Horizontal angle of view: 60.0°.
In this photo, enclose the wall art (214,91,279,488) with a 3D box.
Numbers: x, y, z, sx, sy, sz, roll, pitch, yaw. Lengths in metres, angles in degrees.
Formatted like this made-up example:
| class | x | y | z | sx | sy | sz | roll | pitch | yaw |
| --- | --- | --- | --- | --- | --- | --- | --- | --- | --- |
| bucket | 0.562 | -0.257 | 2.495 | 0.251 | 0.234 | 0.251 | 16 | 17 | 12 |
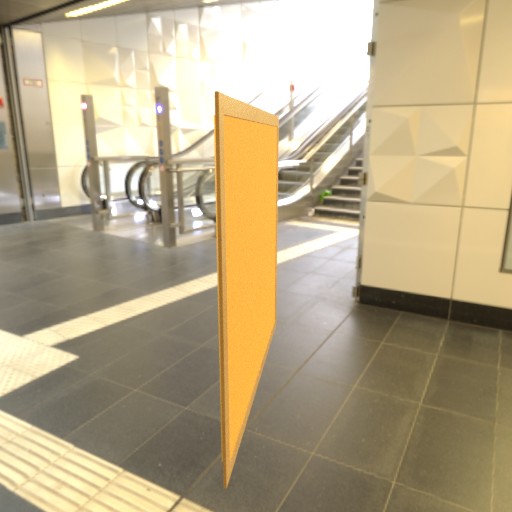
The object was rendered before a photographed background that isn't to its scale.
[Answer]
| class | x | y | z | sx | sy | sz | roll | pitch | yaw |
| --- | --- | --- | --- | --- | --- | --- | --- | --- | --- |
| wall art | 0.000 | 0.000 | 1.686 | 0.025 | 1.067 | 1.168 | 2 | 15 | 9 |
